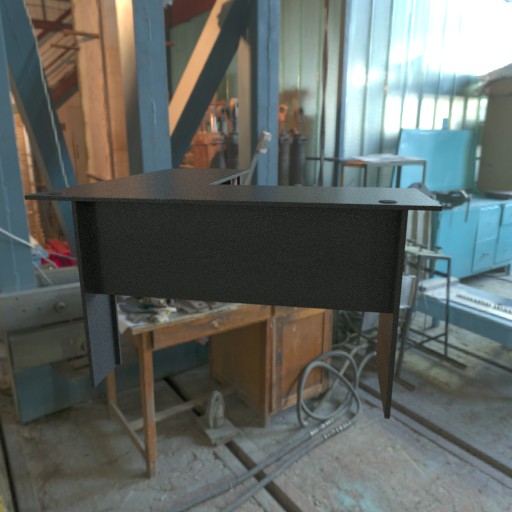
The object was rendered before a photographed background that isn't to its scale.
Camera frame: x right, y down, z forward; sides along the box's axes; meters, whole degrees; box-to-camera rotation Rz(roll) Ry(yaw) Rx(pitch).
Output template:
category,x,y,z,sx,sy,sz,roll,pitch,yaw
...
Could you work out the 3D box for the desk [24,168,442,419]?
category,x,y,z,sx,sy,sz,roll,pitch,yaw
desk,0.000,0.000,2.085,1.303,0.716,1.361,3,15,10
